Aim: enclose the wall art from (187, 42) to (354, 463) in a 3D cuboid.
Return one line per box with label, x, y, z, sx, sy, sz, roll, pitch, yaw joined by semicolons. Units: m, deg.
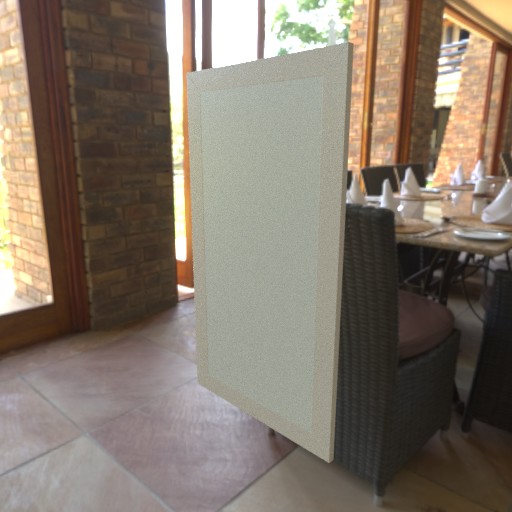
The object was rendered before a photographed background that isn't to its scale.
wall art;0.000;0.000;0.834;0.013;0.683;0.380;-13;19;-43
